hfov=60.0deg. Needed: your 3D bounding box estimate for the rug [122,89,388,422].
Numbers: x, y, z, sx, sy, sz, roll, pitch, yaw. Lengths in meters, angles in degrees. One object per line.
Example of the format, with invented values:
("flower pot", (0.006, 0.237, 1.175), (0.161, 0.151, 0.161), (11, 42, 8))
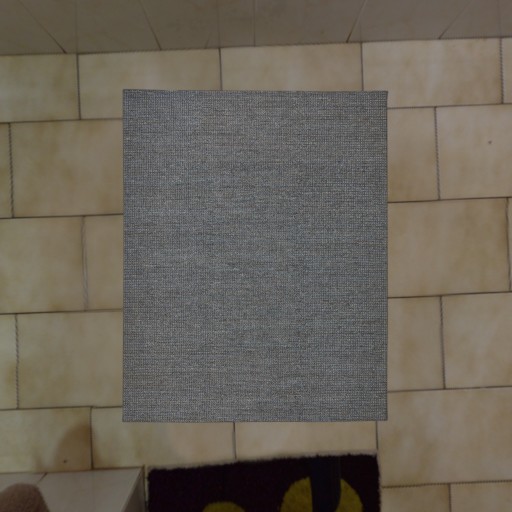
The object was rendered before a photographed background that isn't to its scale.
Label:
("rug", (0.000, 0.000, 4.087), (2.456, 0.021, 3.068), (0, 90, -1))
